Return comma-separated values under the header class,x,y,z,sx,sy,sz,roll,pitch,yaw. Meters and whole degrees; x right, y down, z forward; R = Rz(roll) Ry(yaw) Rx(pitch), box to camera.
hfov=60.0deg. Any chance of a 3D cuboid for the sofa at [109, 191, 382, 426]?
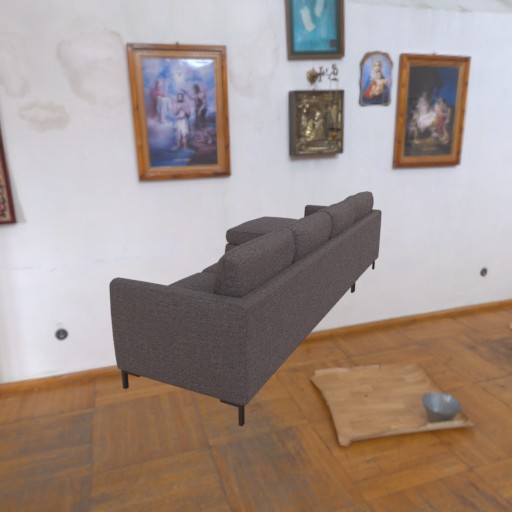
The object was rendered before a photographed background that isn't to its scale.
class,x,y,z,sx,sy,sz,roll,pitch,yaw
sofa,0.000,0.000,3.225,1.258,0.754,2.731,7,17,25
